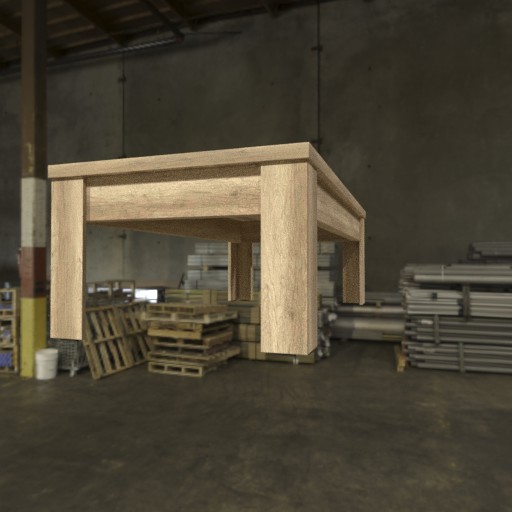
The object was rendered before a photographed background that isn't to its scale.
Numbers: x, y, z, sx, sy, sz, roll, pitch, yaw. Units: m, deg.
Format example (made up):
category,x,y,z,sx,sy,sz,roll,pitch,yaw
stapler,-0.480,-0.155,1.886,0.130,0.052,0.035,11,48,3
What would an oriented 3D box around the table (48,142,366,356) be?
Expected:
category,x,y,z,sx,sy,sz,roll,pitch,yaw
table,0.000,0.000,1.691,0.700,0.460,1.350,0,-1,19
